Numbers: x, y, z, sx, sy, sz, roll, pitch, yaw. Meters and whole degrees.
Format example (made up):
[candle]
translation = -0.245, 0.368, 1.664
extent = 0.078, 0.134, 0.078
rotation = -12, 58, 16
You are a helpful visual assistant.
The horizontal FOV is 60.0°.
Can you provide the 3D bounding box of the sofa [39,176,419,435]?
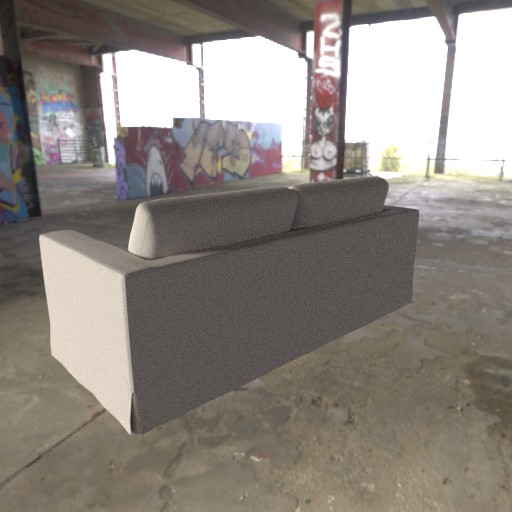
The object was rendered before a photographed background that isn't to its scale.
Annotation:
[sofa]
translation = 0.000, 0.000, 2.652
extent = 2.163, 0.881, 0.954
rotation = -14, 21, -41
